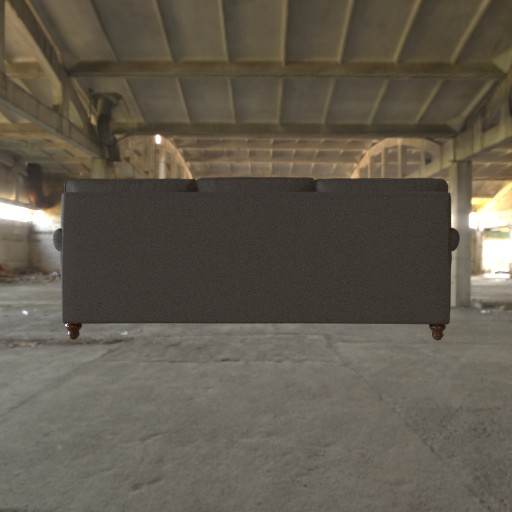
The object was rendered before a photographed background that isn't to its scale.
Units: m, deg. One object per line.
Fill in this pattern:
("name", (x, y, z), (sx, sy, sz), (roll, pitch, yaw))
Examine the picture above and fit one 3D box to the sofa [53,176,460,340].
("sofa", (0.000, 0.000, 2.906), (2.353, 0.948, 0.966), (0, 0, 1))
